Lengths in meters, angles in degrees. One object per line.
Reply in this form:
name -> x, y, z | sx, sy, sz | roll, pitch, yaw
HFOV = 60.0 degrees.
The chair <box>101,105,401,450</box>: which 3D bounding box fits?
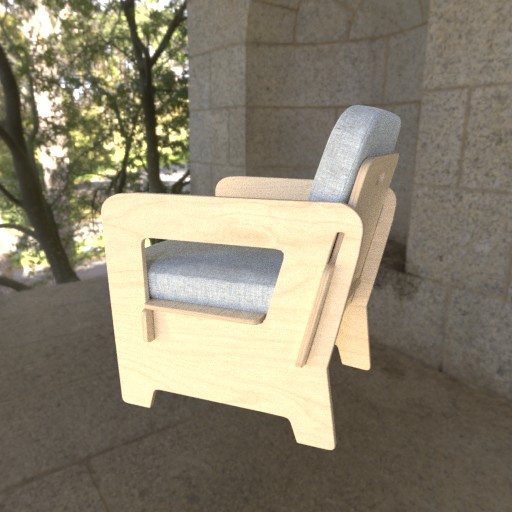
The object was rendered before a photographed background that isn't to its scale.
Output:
chair -> 0.000, 0.000, 1.281 | 0.710, 0.800, 0.590 | 7, 16, 24
